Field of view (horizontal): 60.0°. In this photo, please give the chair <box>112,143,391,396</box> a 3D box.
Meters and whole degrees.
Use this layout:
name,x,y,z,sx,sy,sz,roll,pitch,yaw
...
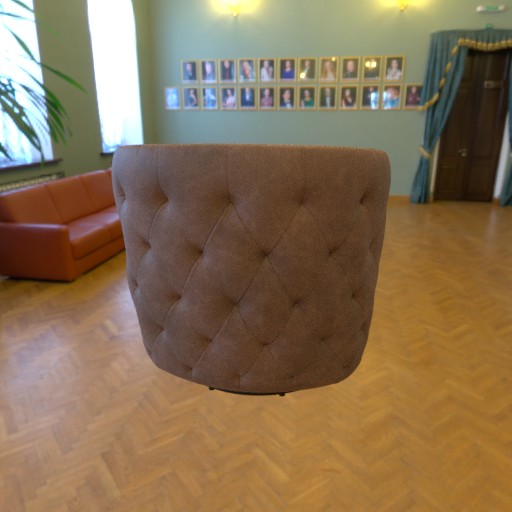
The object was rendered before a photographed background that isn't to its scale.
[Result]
name,x,y,z,sx,sy,sz,roll,pitch,yaw
chair,0.000,0.000,1.519,0.850,0.790,0.870,3,17,8
